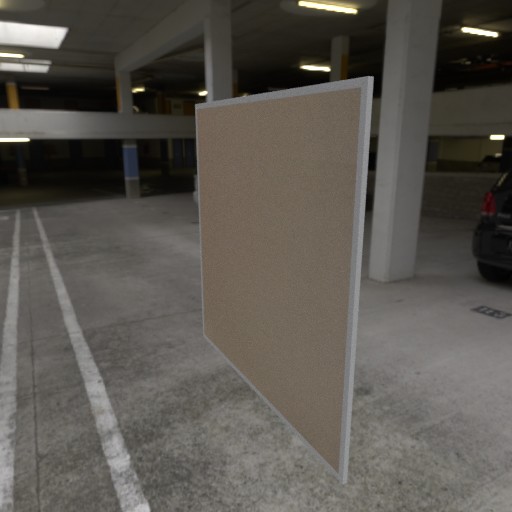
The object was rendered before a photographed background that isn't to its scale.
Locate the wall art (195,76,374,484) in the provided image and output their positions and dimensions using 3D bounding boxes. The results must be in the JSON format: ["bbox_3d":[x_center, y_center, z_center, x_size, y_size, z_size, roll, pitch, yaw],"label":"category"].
[{"bbox_3d":[0.000,0.000,0.666,0.007,0.456,0.456,-8,17,-27],"label":"wall art"}]
